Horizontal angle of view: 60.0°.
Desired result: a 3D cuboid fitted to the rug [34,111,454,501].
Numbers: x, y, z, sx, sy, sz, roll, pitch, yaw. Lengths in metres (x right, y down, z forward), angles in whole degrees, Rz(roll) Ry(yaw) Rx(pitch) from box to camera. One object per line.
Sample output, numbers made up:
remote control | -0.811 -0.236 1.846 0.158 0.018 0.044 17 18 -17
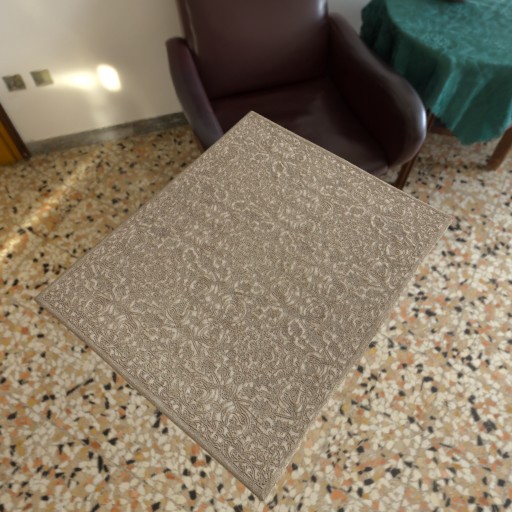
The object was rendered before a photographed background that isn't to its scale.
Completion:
rug | 0.000 0.000 3.999 2.472 0.035 3.017 33 64 19
